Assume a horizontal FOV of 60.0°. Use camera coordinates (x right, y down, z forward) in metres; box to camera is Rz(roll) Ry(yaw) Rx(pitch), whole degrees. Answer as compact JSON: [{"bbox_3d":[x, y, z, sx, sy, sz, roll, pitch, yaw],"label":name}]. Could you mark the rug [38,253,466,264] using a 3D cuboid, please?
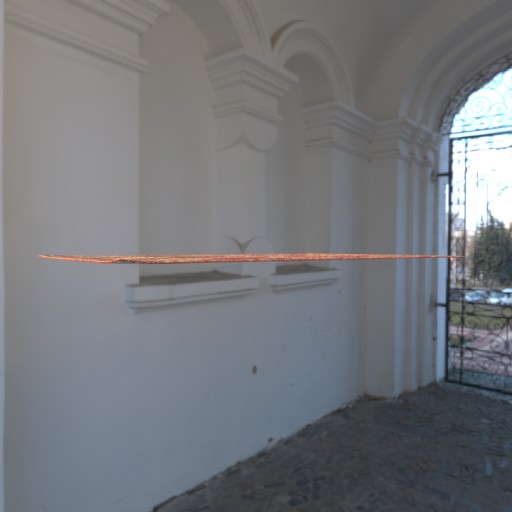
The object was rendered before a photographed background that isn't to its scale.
[{"bbox_3d":[0.000,0.000,2.825,2.286,0.026,1.521,-1,1,-36],"label":"rug"}]
